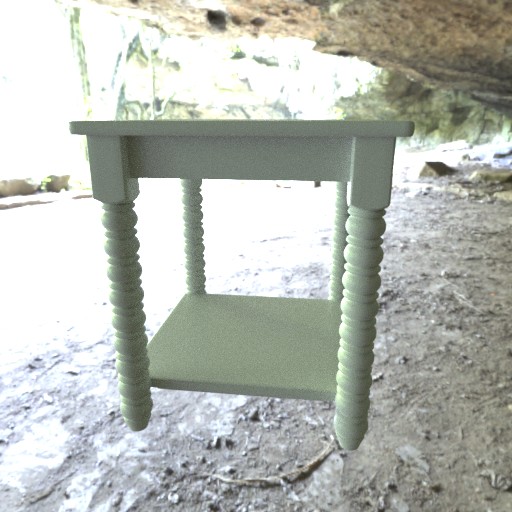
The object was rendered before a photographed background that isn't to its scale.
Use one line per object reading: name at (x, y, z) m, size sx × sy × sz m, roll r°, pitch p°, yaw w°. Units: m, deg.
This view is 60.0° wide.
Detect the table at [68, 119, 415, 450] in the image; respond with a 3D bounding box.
table at (0.000, 0.000, 0.958) m, size 0.500 × 0.563 × 0.533 m, roll 2°, pitch 18°, yaw 7°
